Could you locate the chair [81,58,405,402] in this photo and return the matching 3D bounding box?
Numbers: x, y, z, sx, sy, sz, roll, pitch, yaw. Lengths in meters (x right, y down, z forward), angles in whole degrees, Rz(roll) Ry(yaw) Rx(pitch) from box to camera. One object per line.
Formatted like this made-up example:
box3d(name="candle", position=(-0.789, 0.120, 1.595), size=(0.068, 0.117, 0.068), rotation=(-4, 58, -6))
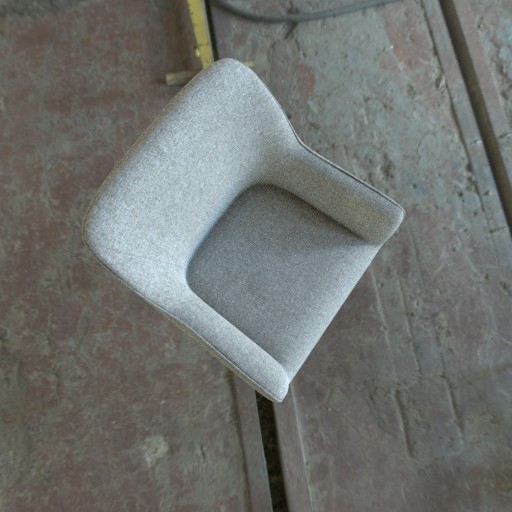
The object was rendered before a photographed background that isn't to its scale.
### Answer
box3d(name="chair", position=(0.000, 0.000, 1.176), size=(0.519, 0.803, 0.543), rotation=(35, 79, 8))
